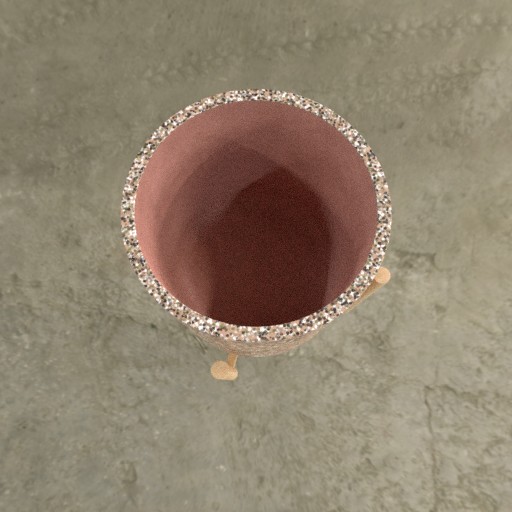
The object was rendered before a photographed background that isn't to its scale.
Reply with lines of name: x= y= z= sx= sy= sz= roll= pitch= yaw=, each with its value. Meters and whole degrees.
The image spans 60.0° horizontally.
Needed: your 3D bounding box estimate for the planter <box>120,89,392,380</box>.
planter: x=0.000 y=0.000 z=0.697 sx=0.360 sy=0.419 sz=0.360 roll=37 pitch=77 yaw=10
